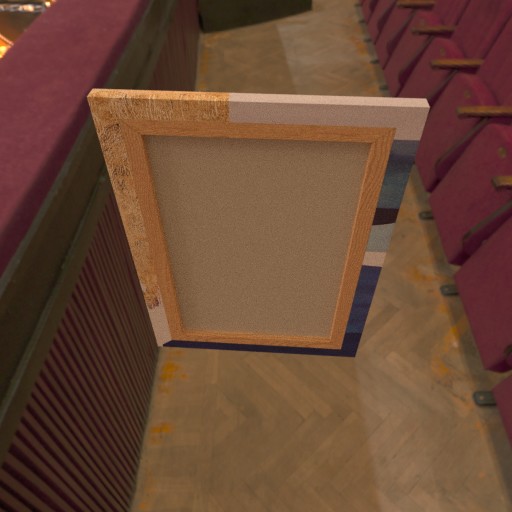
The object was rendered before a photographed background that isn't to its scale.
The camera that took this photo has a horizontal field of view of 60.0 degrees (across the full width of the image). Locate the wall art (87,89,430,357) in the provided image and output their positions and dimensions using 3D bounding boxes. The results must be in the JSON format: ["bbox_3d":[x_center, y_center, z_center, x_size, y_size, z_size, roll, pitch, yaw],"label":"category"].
[{"bbox_3d":[0.000,0.000,0.819,0.458,0.613,0.026,3,46,2],"label":"wall art"}]
